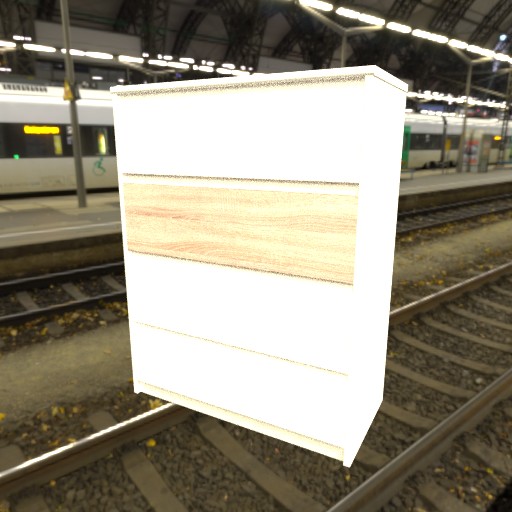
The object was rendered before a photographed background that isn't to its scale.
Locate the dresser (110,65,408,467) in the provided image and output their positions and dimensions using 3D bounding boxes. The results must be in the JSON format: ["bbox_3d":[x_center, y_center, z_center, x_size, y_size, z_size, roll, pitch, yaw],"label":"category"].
[{"bbox_3d":[0.000,0.000,1.442,0.800,1.040,0.380,8,16,28],"label":"dresser"}]
